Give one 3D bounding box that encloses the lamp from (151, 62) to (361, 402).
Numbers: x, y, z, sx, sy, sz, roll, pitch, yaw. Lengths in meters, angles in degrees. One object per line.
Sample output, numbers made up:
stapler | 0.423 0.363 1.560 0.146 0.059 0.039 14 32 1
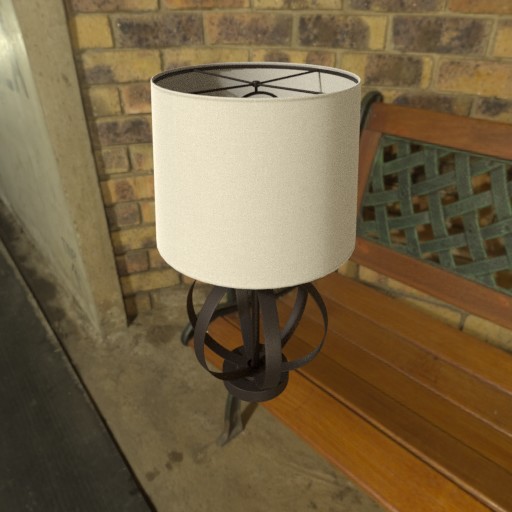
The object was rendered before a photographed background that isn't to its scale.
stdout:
lamp | 0.000 0.000 0.671 0.286 0.510 0.286 0 31 0
